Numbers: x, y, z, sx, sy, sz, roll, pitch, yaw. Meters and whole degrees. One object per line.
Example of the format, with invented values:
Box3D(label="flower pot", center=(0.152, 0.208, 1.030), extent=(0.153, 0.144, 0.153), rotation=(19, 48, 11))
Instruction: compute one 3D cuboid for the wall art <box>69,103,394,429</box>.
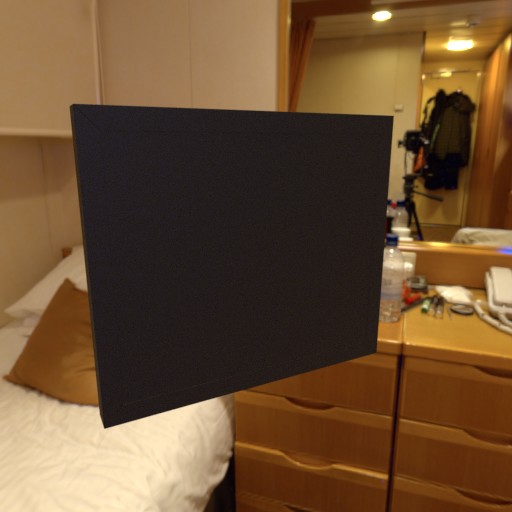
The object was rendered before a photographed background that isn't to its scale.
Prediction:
Box3D(label="wall art", center=(0.000, 0.000, 0.531), extent=(0.381, 0.330, 0.029), rotation=(-7, 16, -27))
